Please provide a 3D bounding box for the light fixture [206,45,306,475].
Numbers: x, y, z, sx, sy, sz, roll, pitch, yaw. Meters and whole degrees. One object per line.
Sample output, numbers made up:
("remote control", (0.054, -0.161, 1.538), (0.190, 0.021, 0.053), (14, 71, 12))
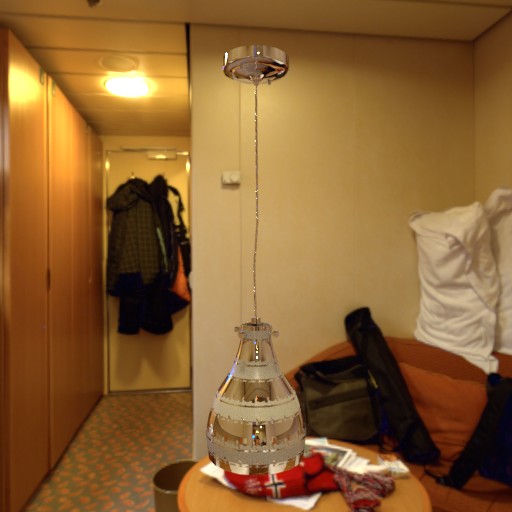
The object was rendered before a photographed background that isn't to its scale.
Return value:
("light fixture", (0.000, 0.000, 1.651), (0.374, 1.457, 0.374), (0, -1, 36))
